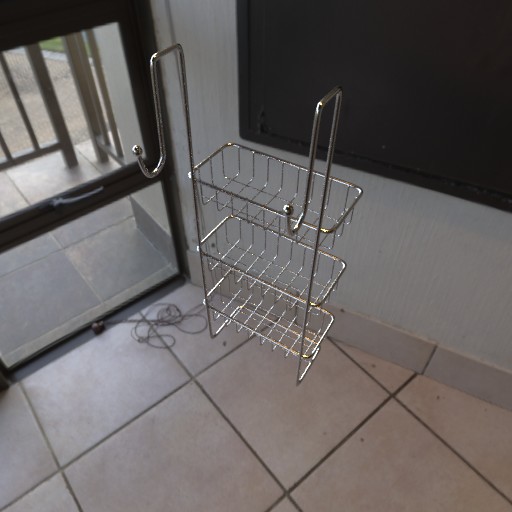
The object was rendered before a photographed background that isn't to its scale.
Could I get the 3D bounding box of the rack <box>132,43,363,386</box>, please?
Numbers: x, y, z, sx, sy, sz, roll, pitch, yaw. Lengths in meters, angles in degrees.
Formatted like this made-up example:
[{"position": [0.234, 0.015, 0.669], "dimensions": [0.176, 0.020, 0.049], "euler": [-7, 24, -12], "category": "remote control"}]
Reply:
[{"position": [0.000, 0.000, 0.657], "dimensions": [0.228, 0.574, 0.202], "euler": [24, 51, 22], "category": "rack"}]
